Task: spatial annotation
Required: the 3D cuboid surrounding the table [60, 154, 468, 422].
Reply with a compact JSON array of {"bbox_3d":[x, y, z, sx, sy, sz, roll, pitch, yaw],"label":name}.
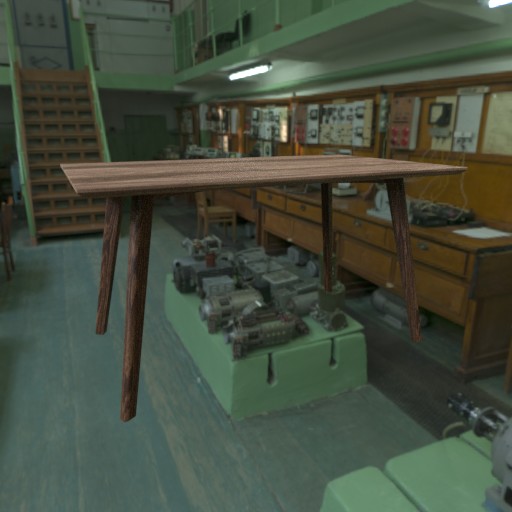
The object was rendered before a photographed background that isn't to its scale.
[{"bbox_3d":[0.000,0.000,1.804,1.349,0.724,0.801,-8,18,-24],"label":"table"}]
